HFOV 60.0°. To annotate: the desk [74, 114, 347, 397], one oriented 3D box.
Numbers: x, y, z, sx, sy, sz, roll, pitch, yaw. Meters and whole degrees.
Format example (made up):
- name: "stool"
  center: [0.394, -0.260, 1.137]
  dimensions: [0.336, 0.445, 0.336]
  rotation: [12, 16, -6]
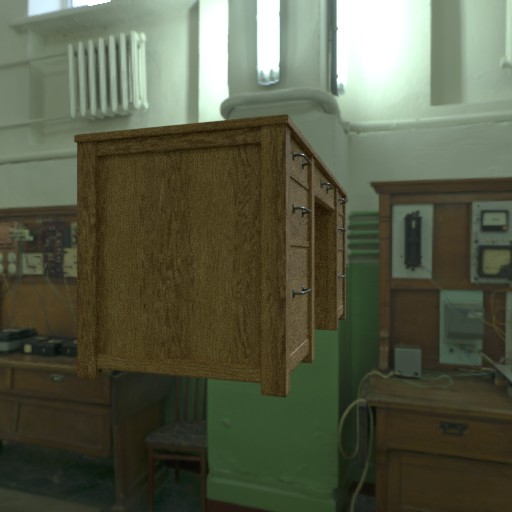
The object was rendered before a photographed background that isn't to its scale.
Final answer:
- name: "desk"
  center: [0.000, 0.000, 2.011]
  dimensions: [0.685, 0.751, 1.567]
  rotation: [0, 0, 17]
